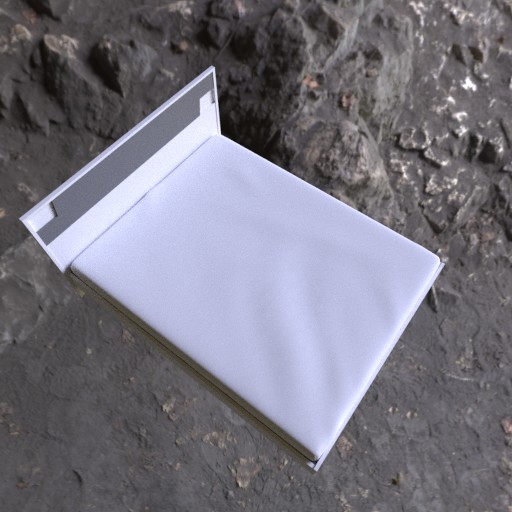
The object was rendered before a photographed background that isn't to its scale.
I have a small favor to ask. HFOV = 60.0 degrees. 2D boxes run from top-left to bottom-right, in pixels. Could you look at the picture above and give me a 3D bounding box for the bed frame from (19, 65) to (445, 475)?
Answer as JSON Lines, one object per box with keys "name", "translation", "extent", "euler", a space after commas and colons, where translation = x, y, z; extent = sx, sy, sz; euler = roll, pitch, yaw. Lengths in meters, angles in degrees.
{"name": "bed frame", "translation": [0.000, 0.000, 2.984], "extent": [2.100, 1.001, 1.711], "euler": [33, 65, 18]}
